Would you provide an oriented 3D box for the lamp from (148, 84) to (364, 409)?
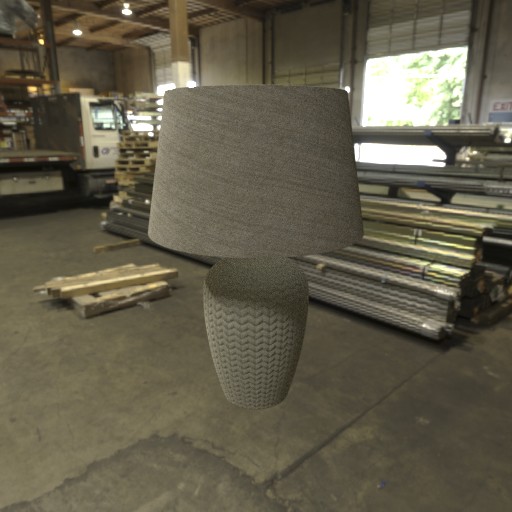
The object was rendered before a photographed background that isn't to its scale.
[{"bbox_3d":[0.000,0.000,0.837,0.390,0.580,0.390,0,16,0],"label":"lamp"}]
